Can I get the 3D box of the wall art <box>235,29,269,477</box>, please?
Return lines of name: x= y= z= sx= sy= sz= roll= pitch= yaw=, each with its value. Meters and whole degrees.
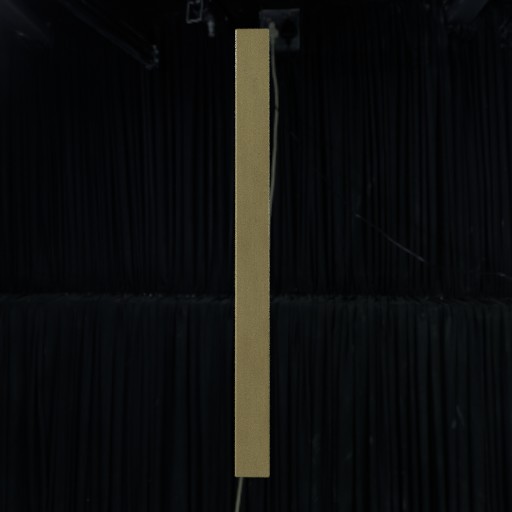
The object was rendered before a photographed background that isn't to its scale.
wall art: x=0.000 y=0.000 z=0.755 sx=0.038 sy=0.508 sz=0.508 roll=0 pitch=-2 yaw=1
